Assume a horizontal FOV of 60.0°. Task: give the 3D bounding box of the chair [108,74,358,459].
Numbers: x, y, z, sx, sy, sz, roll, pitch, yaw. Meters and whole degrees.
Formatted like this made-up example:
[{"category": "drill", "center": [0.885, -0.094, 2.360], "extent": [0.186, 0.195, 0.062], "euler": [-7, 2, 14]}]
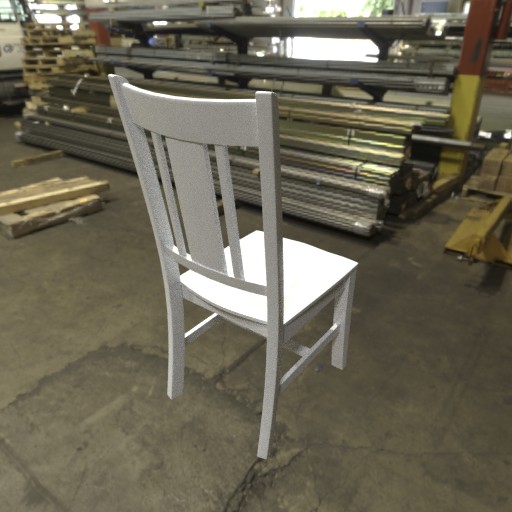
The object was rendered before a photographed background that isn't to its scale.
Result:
[{"category": "chair", "center": [0.000, 0.000, 1.289], "extent": [0.450, 0.998, 0.555], "euler": [20, 34, 32]}]
